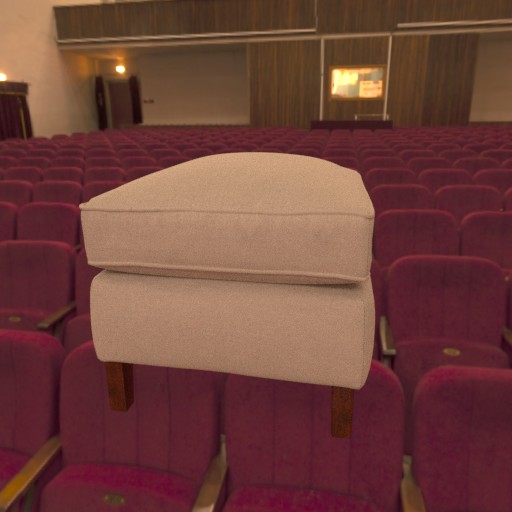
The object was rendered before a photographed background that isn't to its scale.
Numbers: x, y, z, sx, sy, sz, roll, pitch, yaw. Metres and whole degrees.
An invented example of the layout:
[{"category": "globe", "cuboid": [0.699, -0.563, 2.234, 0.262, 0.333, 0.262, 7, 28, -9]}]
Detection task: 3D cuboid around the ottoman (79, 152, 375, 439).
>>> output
[{"category": "ottoman", "cuboid": [0.000, 0.000, 1.006, 0.501, 0.456, 0.665, 3, 16, 10]}]
